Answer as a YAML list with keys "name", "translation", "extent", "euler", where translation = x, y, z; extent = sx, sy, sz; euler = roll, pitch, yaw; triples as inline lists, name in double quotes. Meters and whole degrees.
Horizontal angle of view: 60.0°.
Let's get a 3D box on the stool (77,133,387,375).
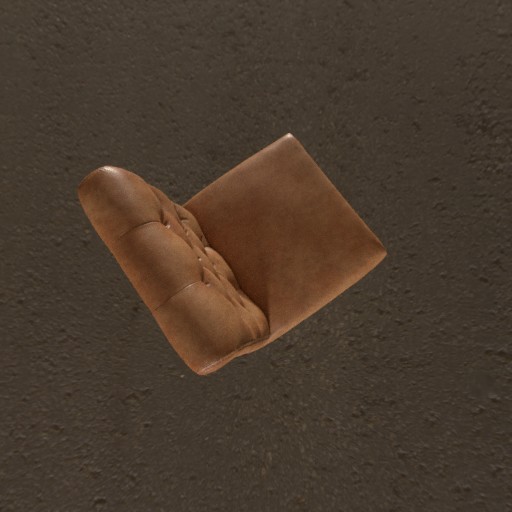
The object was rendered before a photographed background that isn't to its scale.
- name: "stool"
  translation: [0.000, 0.000, 1.373]
  extent: [0.601, 1.047, 0.493]
  euler: [-35, 79, -8]
